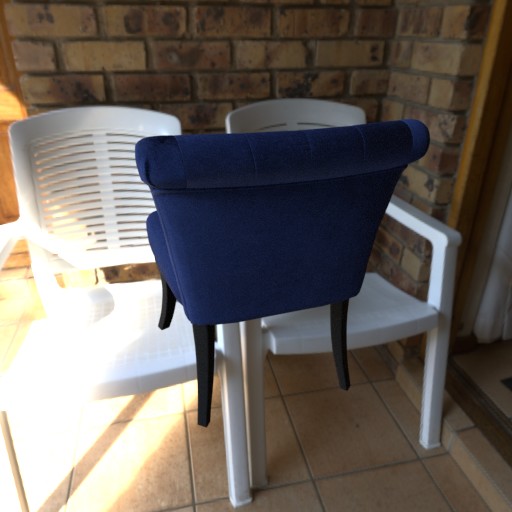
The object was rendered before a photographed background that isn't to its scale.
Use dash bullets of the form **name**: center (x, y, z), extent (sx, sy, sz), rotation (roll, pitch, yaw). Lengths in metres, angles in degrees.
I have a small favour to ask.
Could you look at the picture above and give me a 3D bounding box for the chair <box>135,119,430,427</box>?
- **chair**: center (0.000, 0.000, 1.184), extent (0.585, 0.753, 0.606), rotation (-9, 28, -16)
